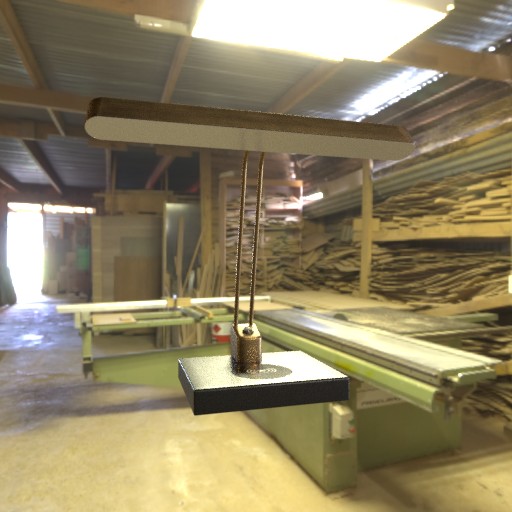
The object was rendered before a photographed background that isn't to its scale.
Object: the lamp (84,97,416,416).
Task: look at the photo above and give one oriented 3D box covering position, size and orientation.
[{"bbox_3d":[0.000,0.000,0.578,0.412,0.345,0.156,0,0,-16],"label":"lamp"}]
